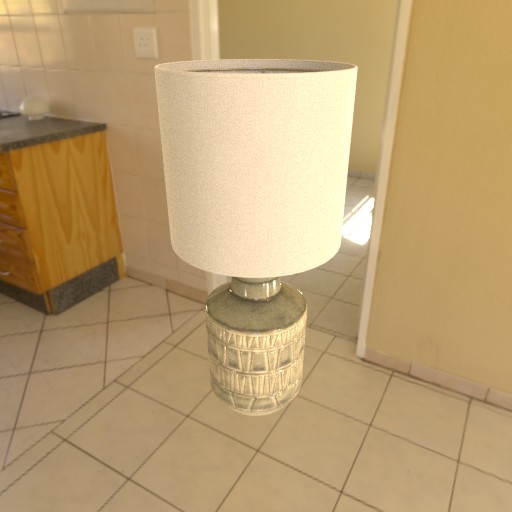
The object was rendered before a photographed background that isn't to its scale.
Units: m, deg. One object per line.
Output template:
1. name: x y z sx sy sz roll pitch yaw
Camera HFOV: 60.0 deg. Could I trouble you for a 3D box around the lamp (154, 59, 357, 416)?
1. lamp: 0.000 0.000 0.573 0.211 0.455 0.211 9 29 18
